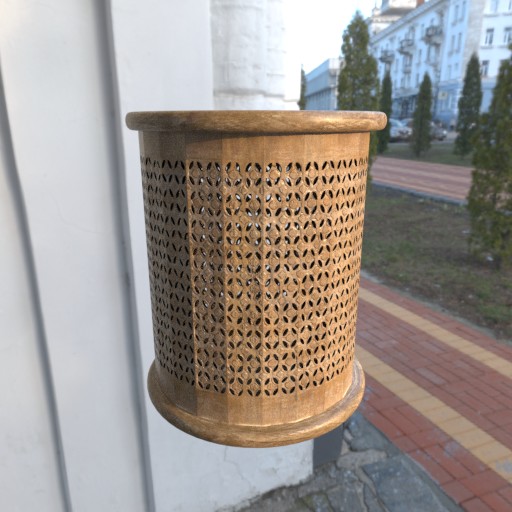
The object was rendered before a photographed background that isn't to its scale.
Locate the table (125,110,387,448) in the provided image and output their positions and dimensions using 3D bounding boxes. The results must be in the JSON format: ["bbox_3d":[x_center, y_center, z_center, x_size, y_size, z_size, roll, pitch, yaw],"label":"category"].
[{"bbox_3d":[0.000,0.000,0.783,0.407,0.482,0.407,0,17,0],"label":"table"}]
